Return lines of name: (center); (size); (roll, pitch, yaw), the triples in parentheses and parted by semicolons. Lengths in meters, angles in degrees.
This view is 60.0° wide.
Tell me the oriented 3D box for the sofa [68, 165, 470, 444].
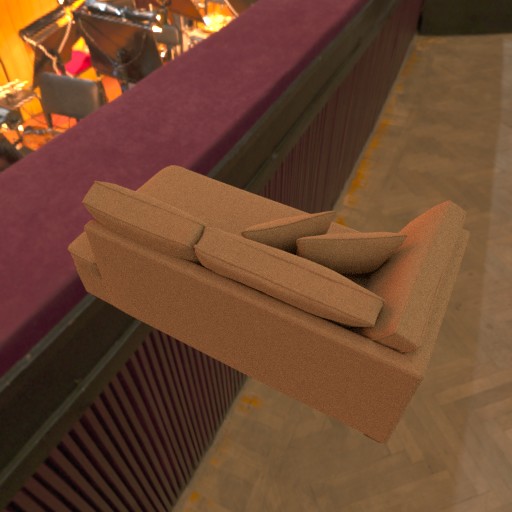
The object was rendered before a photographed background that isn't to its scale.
sofa: (0.000, 0.000, 2.804); (2.237, 1.033, 1.110); (22, 50, 20)
